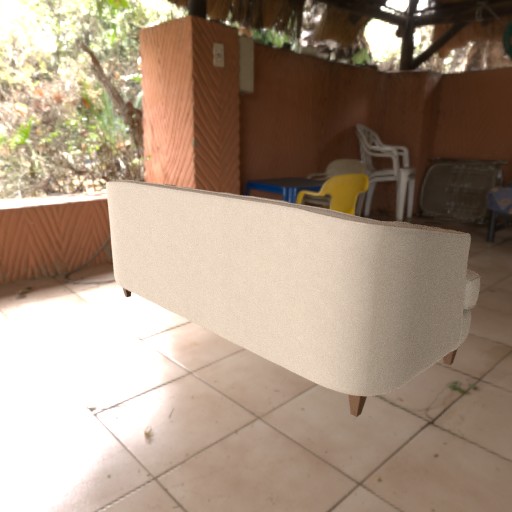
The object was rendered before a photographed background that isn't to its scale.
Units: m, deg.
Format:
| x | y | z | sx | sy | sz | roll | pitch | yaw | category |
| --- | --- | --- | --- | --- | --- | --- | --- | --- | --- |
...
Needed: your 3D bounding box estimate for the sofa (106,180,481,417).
| x | y | z | sx | sy | sz | roll | pitch | yaw | category |
| --- | --- | --- | --- | --- | --- | --- | --- | --- | --- |
| 0.000 | 0.000 | 2.652 | 0.941 | 0.855 | 2.278 | -14 | 21 | -42 | sofa |
